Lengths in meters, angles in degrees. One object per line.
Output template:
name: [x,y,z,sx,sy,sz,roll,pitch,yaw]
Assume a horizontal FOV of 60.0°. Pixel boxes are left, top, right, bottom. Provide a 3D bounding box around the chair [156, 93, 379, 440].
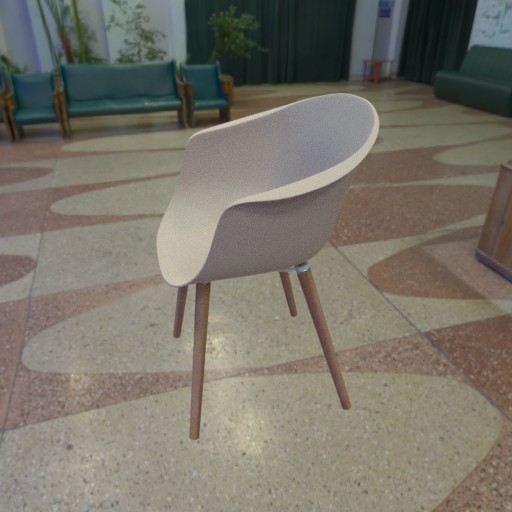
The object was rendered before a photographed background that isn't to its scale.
chair: [0.000,0.000,1.169,0.504,0.781,0.593,-7,30,-13]
